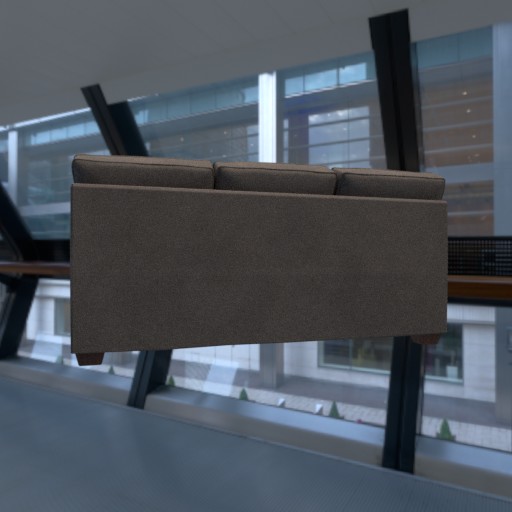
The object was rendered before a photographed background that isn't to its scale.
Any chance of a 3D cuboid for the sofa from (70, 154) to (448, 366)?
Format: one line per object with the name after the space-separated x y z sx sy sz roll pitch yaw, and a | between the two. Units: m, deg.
0.000 0.000 2.622 1.962 0.973 1.027 0 -1 -17 | sofa
